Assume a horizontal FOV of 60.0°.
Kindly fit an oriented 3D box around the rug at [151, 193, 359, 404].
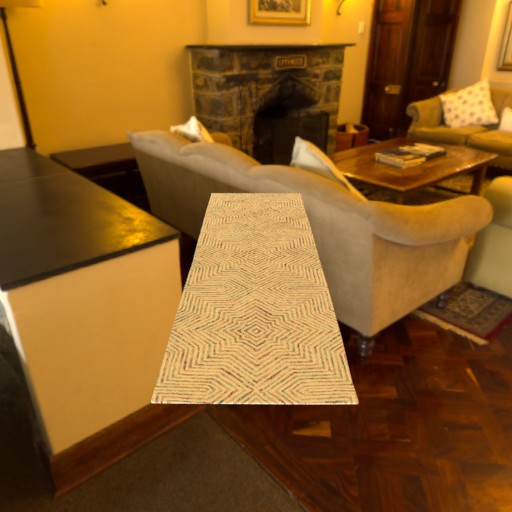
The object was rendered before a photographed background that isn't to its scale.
[{"bbox_3d":[0.000,0.000,2.713,0.771,0.009,2.443,0,26,0],"label":"rug"}]
